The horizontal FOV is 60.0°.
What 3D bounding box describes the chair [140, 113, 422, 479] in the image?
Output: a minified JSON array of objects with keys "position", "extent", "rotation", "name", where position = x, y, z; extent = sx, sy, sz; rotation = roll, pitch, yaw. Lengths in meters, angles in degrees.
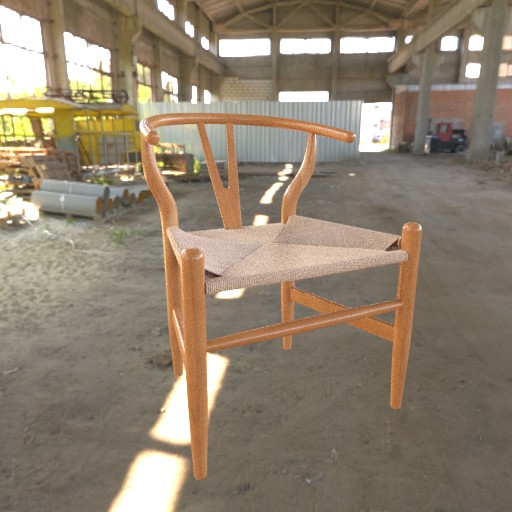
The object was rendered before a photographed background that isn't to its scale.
[{"position":[0.000,0.000,1.151],"extent":[0.569,0.730,0.579],"rotation":[-8,17,-26],"name":"chair"}]
